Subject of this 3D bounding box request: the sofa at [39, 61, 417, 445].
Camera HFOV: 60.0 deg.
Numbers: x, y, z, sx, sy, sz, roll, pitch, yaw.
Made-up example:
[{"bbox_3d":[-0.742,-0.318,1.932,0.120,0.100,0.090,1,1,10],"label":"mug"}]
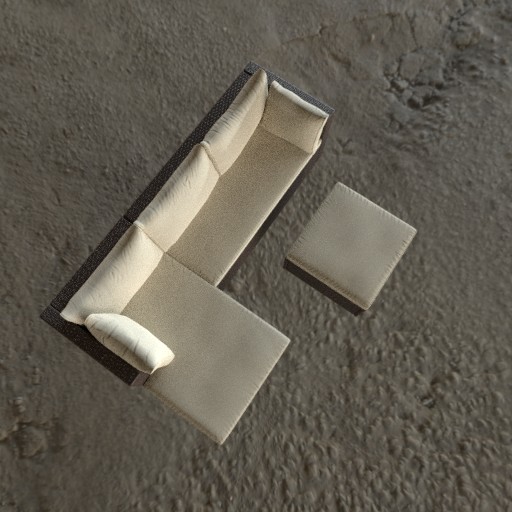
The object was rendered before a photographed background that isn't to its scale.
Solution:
[{"bbox_3d":[0.000,0.000,2.971,1.612,0.766,2.192,34,77,9],"label":"sofa"}]
